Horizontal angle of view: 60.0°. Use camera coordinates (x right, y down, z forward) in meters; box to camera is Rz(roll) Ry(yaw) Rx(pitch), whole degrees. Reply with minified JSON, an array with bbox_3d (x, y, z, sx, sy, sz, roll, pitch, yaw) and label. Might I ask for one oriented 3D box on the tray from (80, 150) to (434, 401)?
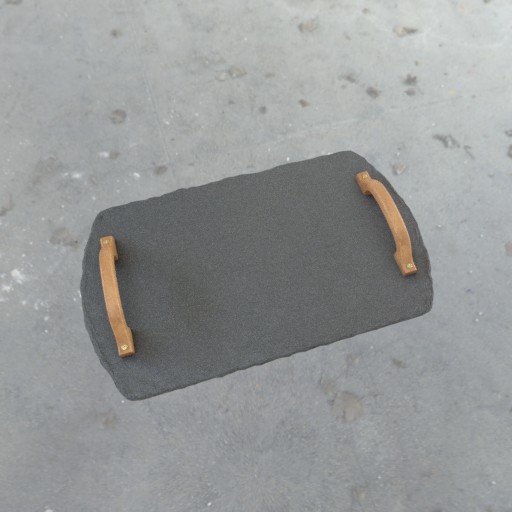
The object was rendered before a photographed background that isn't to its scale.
[{"bbox_3d":[0.000,0.000,0.491,0.387,0.062,0.231,-15,65,-7],"label":"tray"}]
